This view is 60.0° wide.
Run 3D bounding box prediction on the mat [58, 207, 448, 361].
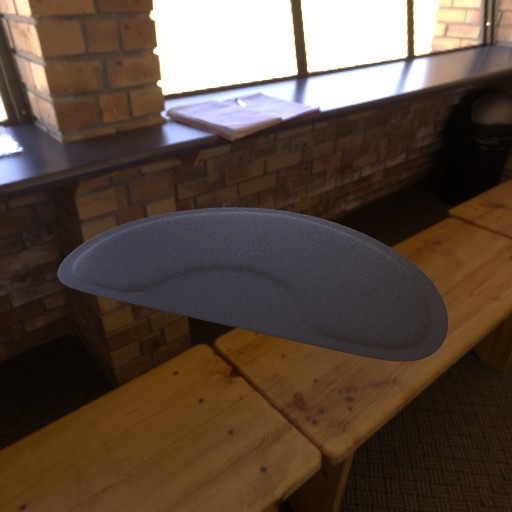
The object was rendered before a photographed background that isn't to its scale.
[{"bbox_3d":[0.000,0.000,1.884,1.524,0.013,0.913,10,33,16],"label":"mat"}]
